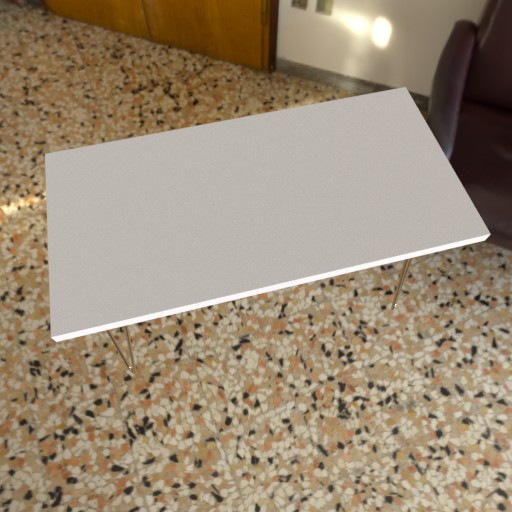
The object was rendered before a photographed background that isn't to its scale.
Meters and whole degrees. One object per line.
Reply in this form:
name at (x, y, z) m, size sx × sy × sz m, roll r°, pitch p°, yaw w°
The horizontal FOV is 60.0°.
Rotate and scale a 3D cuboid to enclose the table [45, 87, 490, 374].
table at (0.000, 0.000, 1.367) m, size 0.991 × 0.660 × 0.498 m, roll -13°, pitch 63°, yaw -7°
